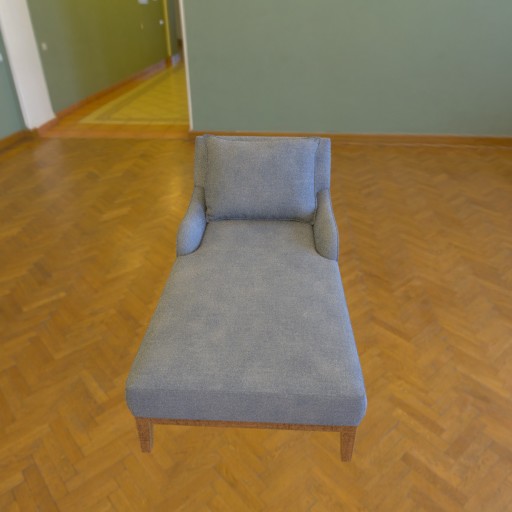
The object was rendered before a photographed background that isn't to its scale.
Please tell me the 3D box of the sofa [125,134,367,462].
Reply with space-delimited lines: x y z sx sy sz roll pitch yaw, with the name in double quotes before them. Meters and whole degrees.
"sofa" 0.000 0.000 2.317 0.904 0.883 1.779 1 31 2
